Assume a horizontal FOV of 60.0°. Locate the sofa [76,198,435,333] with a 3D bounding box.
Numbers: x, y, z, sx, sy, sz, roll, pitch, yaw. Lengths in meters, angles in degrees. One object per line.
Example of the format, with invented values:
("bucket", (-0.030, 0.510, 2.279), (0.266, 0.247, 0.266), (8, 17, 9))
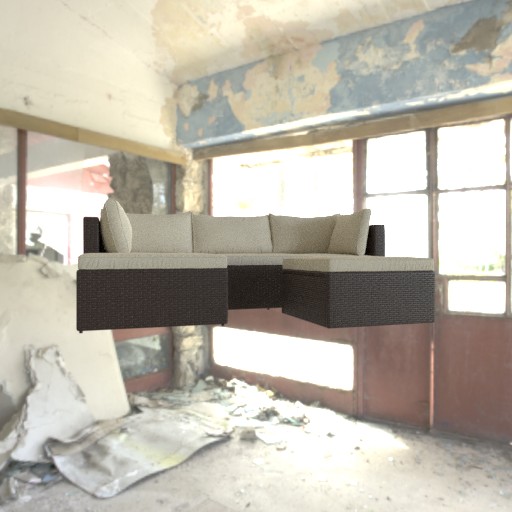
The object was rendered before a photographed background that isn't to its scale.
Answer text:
("sofa", (0.000, 0.000, 2.996), (2.192, 0.766, 1.612), (0, 0, -18))
